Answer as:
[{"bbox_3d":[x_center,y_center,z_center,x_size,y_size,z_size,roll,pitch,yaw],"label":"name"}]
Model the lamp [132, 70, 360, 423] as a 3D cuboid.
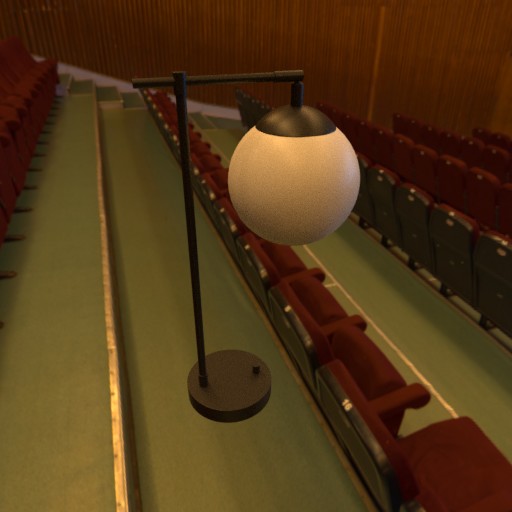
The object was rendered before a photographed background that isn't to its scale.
[{"bbox_3d":[0.000,0.000,0.713,0.316,0.559,0.197,-9,31,-16],"label":"lamp"}]
